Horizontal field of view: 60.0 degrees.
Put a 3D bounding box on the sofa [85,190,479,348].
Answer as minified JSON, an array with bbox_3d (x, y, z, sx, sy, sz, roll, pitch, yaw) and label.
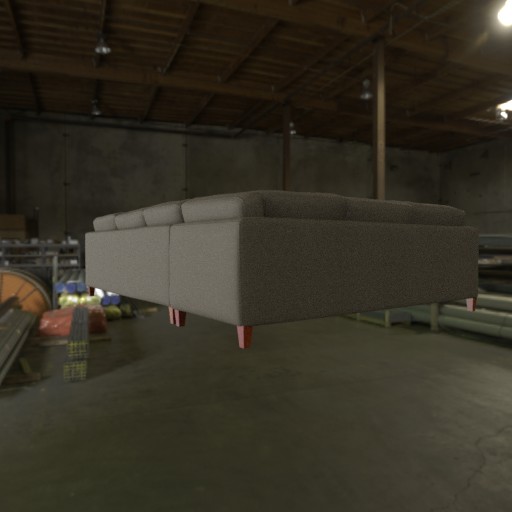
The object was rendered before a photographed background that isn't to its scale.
[{"bbox_3d":[0.000,0.000,4.516,2.593,0.947,3.302,-1,2,-36],"label":"sofa"}]
